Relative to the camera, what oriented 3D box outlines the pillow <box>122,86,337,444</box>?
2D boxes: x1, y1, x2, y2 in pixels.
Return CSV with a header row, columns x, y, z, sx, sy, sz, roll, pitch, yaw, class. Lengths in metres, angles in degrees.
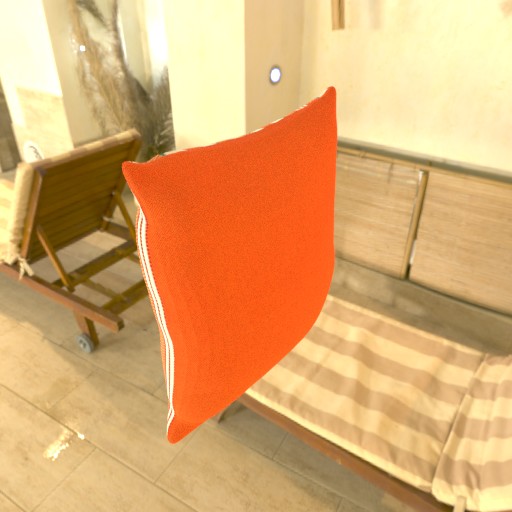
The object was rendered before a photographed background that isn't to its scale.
x,y,z,sx,sy,sz,roll,pitch,yaw,class
0.000,0.000,0.689,0.182,0.441,0.440,21,38,31,pillow
